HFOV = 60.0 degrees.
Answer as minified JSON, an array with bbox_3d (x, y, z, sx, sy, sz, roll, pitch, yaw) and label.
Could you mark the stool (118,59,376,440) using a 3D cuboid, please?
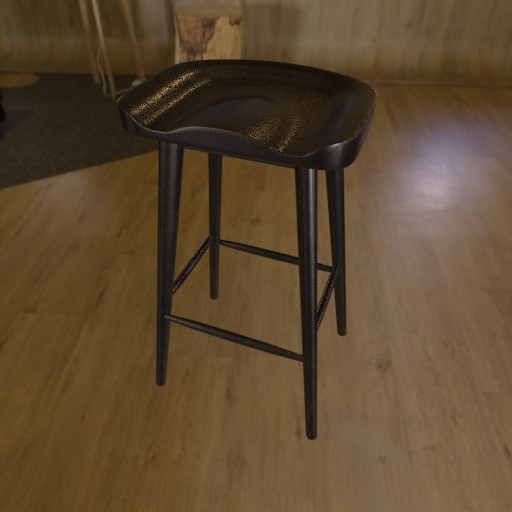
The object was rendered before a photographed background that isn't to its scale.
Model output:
[{"bbox_3d":[0.000,0.000,0.997,0.440,0.749,0.361,14,43,16],"label":"stool"}]
